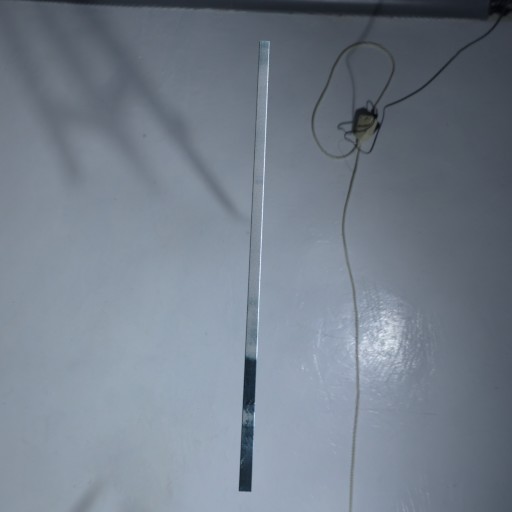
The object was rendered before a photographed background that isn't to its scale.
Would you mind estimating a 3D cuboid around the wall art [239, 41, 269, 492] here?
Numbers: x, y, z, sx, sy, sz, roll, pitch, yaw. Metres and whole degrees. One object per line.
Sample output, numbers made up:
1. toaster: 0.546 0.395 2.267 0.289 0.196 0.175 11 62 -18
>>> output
1. wall art: 0.000 0.000 1.701 0.037 0.509 1.524 2 75 1
